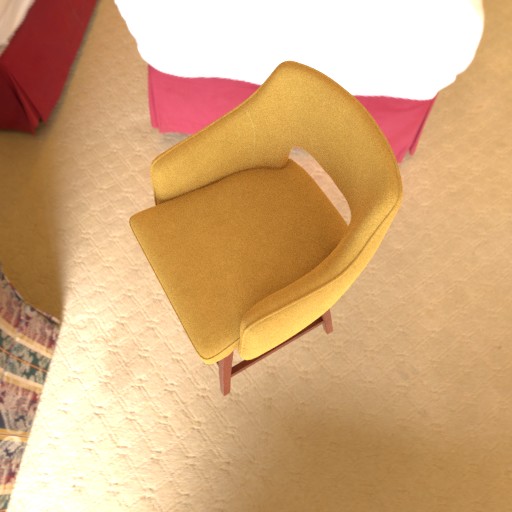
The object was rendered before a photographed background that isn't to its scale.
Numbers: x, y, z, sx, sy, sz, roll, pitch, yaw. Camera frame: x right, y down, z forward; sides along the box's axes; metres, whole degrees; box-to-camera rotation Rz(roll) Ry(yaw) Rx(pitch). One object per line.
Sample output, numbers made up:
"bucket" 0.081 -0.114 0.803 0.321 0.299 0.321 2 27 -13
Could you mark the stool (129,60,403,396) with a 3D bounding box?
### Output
"stool" 0.000 0.000 1.295 0.558 0.924 0.548 -28 68 -12
